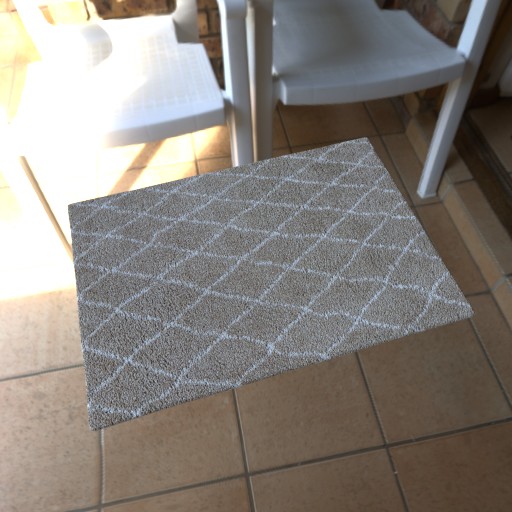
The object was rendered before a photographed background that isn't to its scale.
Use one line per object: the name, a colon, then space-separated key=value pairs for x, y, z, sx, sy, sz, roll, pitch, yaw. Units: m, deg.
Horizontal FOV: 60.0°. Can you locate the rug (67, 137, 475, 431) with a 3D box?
rug: x=0.000 y=0.000 z=2.244 sx=1.778 sy=0.030 sz=1.219 roll=-14 pitch=59 yaw=-9
